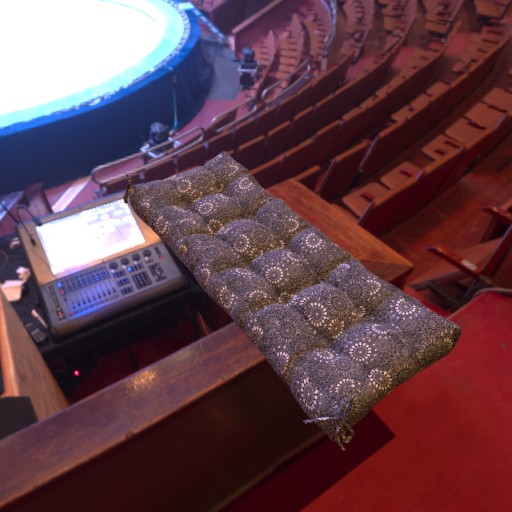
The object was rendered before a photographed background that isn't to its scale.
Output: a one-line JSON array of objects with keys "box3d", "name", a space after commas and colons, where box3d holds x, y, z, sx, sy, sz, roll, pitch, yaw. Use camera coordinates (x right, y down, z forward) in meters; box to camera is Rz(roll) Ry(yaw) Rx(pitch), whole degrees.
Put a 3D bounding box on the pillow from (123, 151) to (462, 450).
[{"box3d": [0.000, 0.000, 1.379, 0.511, 0.174, 1.194, -26, 48, -26], "name": "pillow"}]
